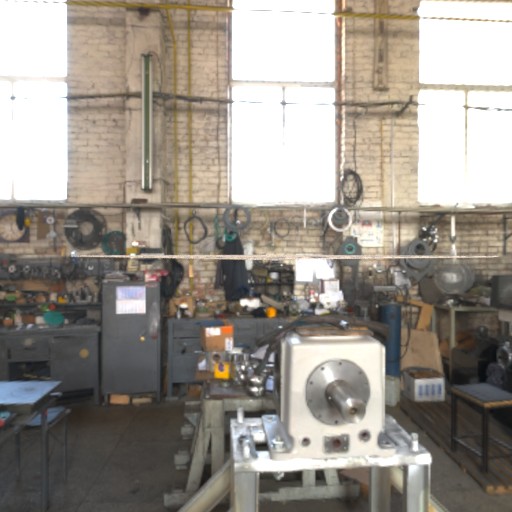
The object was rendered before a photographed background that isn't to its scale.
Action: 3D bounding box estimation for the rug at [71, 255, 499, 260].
[{"bbox_3d":[0.000,0.000,4.068,2.437,0.015,3.205,0,0,-37],"label":"rug"}]
